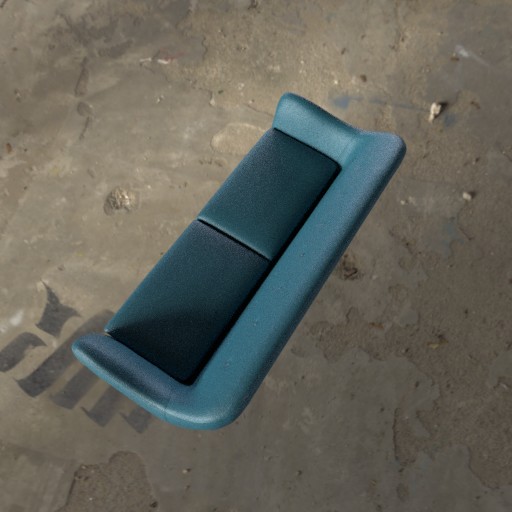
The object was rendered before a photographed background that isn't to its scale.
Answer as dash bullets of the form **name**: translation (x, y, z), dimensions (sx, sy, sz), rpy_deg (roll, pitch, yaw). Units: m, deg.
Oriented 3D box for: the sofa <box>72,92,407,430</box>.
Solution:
- **sofa**: translation (0.000, 0.000, 2.341), dimensions (0.820, 0.836, 1.840), rpy_deg (31, 68, 14)
